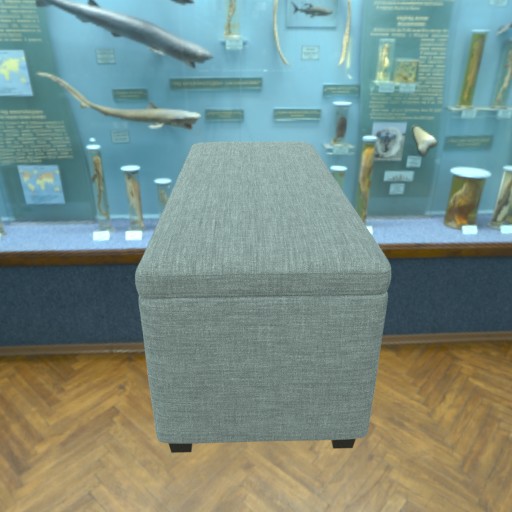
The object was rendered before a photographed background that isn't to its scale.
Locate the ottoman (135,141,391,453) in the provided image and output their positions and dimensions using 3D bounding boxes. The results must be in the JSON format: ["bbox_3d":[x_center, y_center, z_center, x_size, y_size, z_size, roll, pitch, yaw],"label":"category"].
[{"bbox_3d":[0.000,0.000,1.147,0.419,0.432,0.902,-1,26,-2],"label":"ottoman"}]
